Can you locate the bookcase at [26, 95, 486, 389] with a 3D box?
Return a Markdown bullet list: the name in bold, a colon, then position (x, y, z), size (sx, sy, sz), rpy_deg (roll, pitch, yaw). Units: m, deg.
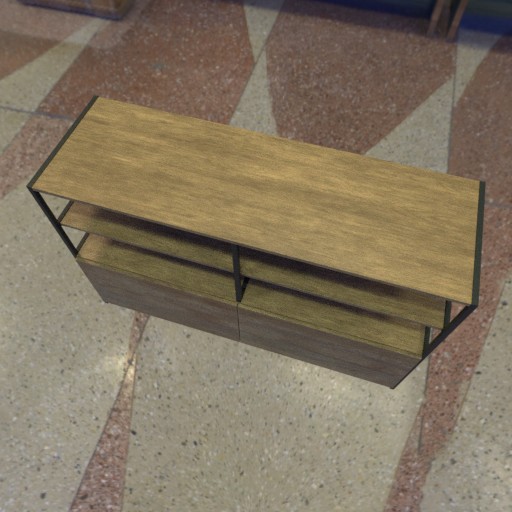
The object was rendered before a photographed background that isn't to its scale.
- **bookcase**: position (0.000, 0.000, 1.466), size (1.149, 0.712, 0.391), rpy_deg (15, 60, 9)
